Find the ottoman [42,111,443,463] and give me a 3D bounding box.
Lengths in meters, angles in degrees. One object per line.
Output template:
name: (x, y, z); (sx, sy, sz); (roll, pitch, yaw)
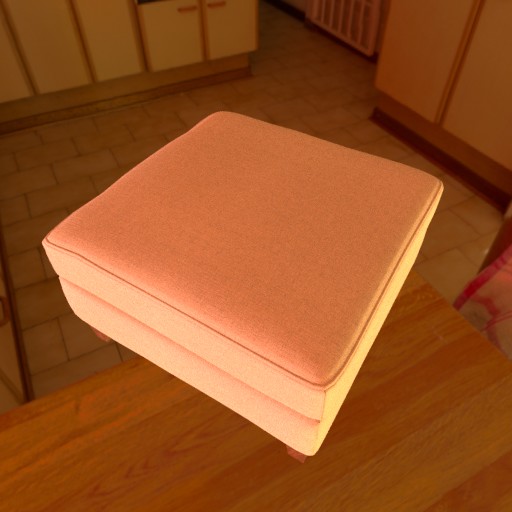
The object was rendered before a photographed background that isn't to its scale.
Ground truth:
ottoman: (0.000, 0.000, 1.364); (0.838, 0.503, 0.838); (24, 51, 21)
